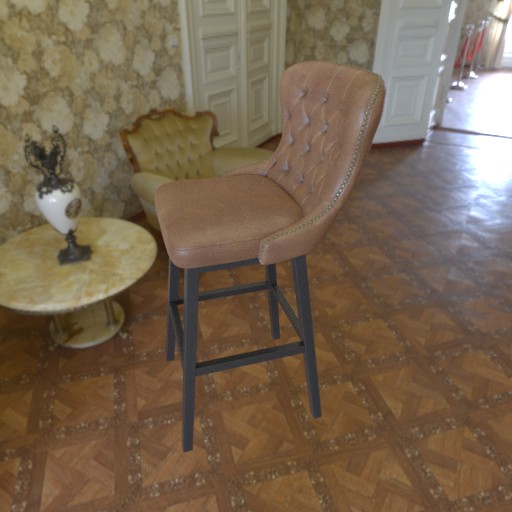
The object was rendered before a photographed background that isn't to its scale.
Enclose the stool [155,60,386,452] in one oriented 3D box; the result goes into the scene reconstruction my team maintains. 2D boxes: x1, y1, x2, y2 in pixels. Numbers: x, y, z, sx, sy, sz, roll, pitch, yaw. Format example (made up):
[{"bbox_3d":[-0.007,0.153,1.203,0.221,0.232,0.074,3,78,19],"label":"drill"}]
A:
[{"bbox_3d":[0.000,0.000,1.354,0.601,1.050,0.528,-9,31,-15],"label":"stool"}]
